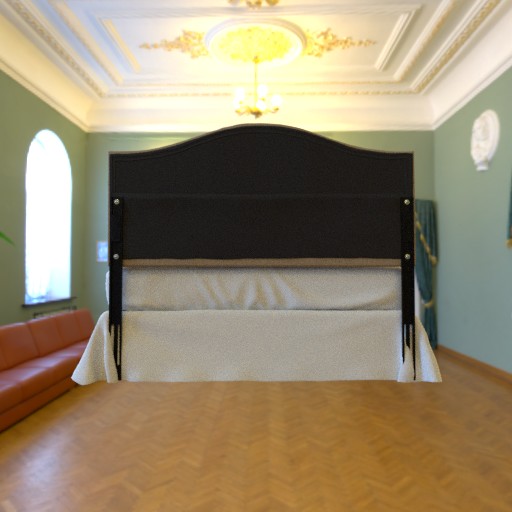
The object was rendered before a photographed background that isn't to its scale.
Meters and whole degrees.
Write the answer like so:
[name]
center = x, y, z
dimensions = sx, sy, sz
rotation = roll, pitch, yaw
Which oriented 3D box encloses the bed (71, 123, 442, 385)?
[bed]
center = 0.000, 0.000, 3.838
dimensions = 2.311, 1.651, 2.222
rotation = 0, -2, 0
